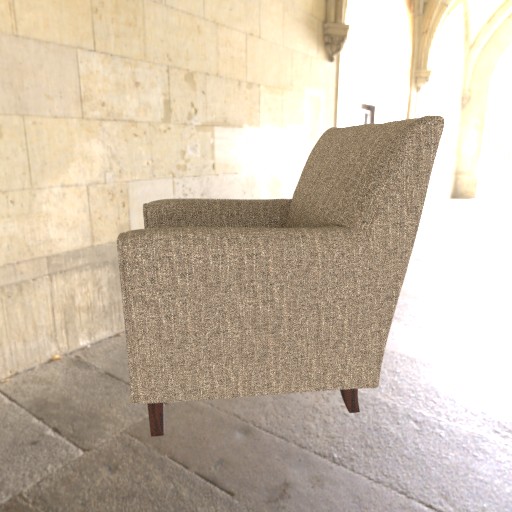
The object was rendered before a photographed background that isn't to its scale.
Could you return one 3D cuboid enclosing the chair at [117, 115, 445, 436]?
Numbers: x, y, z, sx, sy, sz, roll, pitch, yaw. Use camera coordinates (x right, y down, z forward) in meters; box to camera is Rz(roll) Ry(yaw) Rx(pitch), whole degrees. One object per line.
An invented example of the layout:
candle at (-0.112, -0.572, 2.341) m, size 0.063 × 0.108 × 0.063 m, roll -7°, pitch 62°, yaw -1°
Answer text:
chair at (0.000, 0.000, 1.599) m, size 0.873 × 0.928 × 0.864 m, roll -2°, pitch 14°, yaw -8°
